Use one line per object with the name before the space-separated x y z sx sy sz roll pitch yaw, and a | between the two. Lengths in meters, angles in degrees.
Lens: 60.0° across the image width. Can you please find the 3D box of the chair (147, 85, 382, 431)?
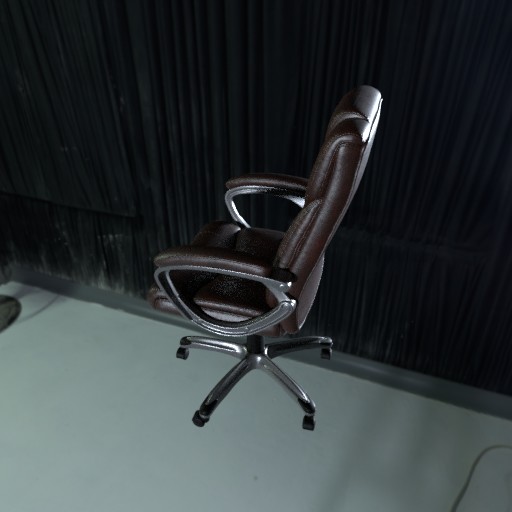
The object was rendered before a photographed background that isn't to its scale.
chair | 0.000 0.000 1.551 0.692 1.128 0.656 9 33 15
